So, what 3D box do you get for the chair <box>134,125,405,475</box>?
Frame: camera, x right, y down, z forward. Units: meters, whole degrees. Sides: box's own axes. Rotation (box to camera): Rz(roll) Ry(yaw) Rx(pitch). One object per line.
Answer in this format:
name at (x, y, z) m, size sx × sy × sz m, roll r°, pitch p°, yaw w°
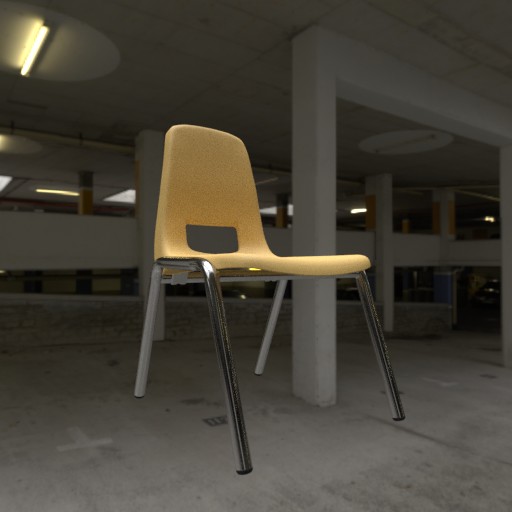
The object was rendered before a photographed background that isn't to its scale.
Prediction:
chair at (0.000, 0.000, 0.851) m, size 0.354 × 0.586 × 0.423 m, roll 1°, pitch -1°, yaw -36°
